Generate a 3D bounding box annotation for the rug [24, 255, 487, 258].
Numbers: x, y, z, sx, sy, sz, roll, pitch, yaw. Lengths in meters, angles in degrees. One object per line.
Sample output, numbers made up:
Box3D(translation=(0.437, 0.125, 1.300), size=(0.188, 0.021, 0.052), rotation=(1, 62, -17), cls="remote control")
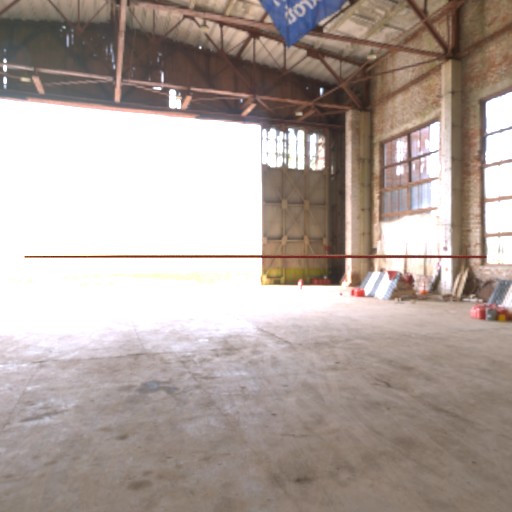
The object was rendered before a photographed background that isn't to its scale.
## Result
Box3D(translation=(0.000, 0.000, 2.911), size=(2.211, 0.013, 1.593), rotation=(0, 0, 1), cls="rug")
